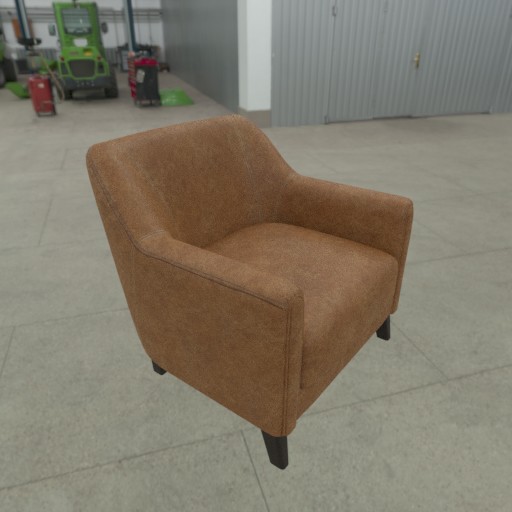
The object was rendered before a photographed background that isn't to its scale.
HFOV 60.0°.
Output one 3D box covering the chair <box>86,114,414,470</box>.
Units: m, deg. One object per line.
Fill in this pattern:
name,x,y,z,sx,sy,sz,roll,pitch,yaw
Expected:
chair,0.000,0.000,1.887,1.034,0.980,1.037,20,33,33
